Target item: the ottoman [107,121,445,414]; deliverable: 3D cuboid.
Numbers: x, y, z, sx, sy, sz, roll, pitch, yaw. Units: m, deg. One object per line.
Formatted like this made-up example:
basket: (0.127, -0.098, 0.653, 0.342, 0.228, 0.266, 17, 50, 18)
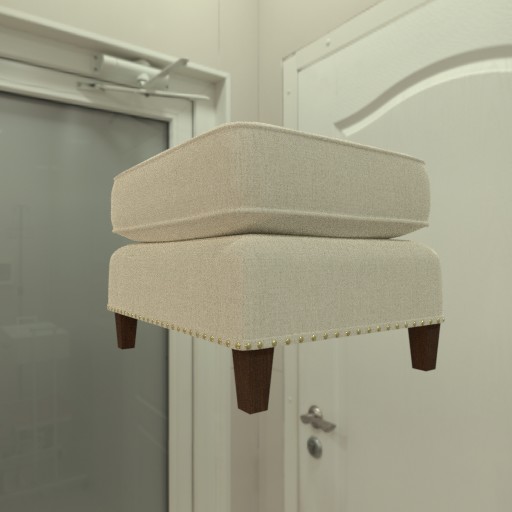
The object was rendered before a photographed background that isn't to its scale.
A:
ottoman: (0.000, 0.000, 1.171, 0.589, 0.537, 0.738, 0, 0, -35)
